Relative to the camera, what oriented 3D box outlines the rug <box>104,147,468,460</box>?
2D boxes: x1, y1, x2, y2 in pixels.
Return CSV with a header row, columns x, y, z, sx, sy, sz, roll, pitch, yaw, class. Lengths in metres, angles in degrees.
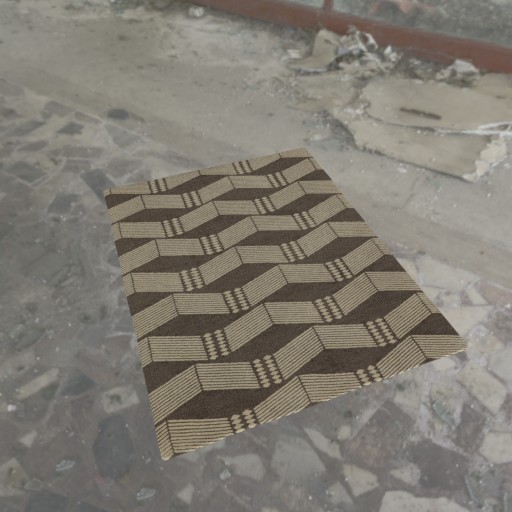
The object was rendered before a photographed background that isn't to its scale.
x,y,z,sx,sy,sz,roll,pitch,yaw,class
0.000,0.000,4.164,2.438,0.016,3.048,-15,48,-14,rug
